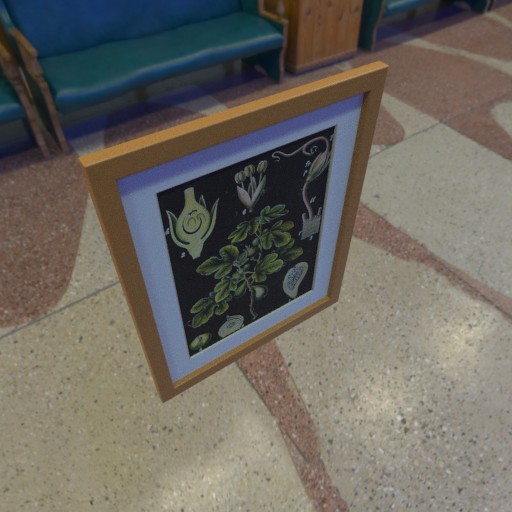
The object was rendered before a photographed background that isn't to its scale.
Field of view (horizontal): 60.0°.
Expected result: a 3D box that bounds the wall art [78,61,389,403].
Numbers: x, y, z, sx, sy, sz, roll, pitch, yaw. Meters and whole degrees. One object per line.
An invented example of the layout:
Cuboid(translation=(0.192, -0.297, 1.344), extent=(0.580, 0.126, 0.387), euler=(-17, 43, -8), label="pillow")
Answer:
Cuboid(translation=(0.000, 0.000, 0.760), extent=(0.452, 0.553, 0.022), euler=(-26, 51, -23), label="wall art")
